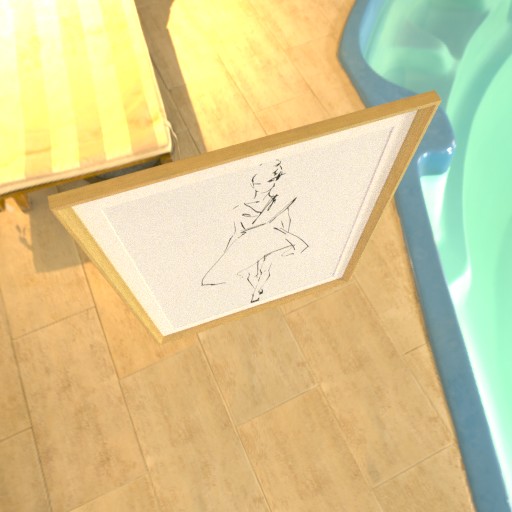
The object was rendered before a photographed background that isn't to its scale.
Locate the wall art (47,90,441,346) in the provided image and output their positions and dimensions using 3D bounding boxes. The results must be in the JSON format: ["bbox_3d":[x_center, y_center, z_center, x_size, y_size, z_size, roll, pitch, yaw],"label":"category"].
[{"bbox_3d":[0.000,0.000,1.314,0.798,1.002,0.030,-17,66,-8],"label":"wall art"}]
